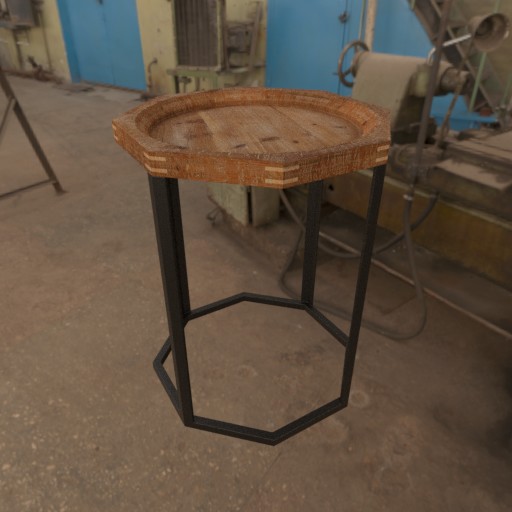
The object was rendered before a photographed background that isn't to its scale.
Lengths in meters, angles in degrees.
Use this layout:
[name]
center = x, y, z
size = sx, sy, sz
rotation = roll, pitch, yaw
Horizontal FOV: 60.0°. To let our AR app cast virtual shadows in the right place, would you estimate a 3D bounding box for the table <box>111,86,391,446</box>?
[table]
center = 0.000, 0.000, 0.865
size = 0.458, 0.543, 0.458
rotation = 21, 38, 31
